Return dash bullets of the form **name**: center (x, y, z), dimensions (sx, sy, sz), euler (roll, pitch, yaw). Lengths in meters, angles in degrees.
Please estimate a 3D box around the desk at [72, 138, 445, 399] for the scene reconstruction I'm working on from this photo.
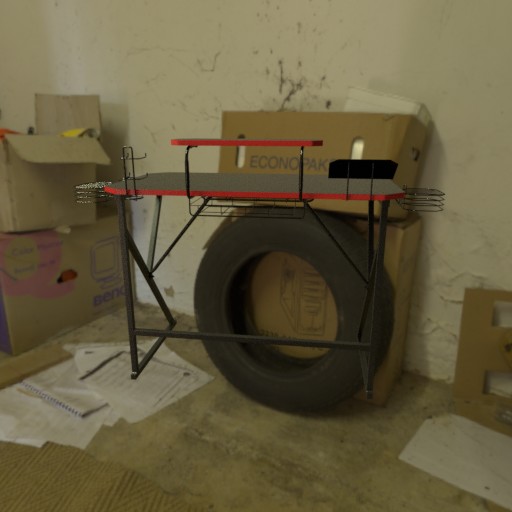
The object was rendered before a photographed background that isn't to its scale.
- **desk**: center (0.000, 0.000, 1.768), dimensions (1.280, 0.913, 0.588), euler (2, 17, 8)
